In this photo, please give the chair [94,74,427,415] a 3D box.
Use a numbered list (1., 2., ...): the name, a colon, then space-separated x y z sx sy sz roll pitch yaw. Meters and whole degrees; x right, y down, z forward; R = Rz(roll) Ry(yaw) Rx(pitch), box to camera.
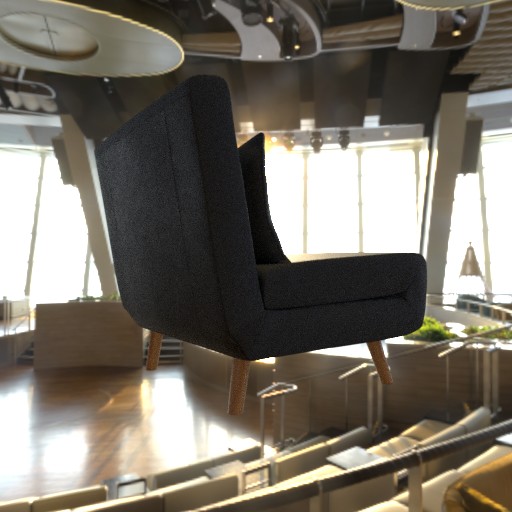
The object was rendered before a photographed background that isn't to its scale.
1. chair: 0.000 0.000 1.507 0.900 0.808 0.770 1 -1 -35
